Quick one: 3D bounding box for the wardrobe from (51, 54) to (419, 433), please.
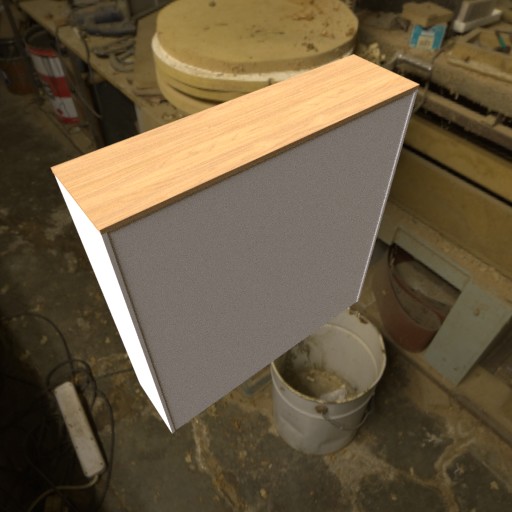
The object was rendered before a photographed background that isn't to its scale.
[{"bbox_3d":[0.000,0.000,3.338,2.160,2.260,0.590,-30,54,-25],"label":"wardrobe"}]
